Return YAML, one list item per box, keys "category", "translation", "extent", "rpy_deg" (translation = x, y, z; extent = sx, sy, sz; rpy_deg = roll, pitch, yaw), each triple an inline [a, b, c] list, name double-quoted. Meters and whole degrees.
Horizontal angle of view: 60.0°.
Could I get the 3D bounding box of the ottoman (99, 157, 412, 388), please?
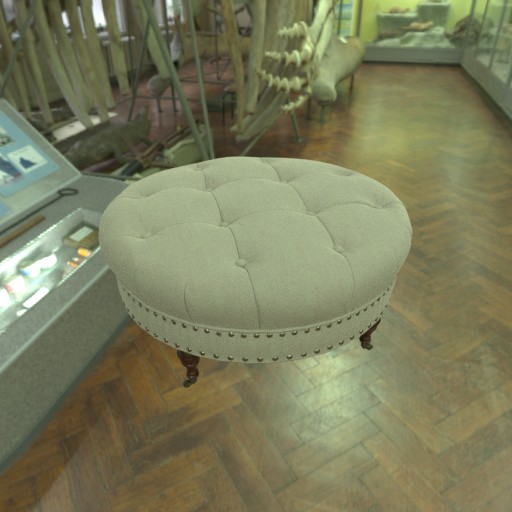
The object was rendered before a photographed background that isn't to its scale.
- category: "ottoman"
  translation: [0.000, 0.000, 1.401]
  extent: [0.901, 0.439, 0.901]
  rpy_deg: [0, 31, 0]
